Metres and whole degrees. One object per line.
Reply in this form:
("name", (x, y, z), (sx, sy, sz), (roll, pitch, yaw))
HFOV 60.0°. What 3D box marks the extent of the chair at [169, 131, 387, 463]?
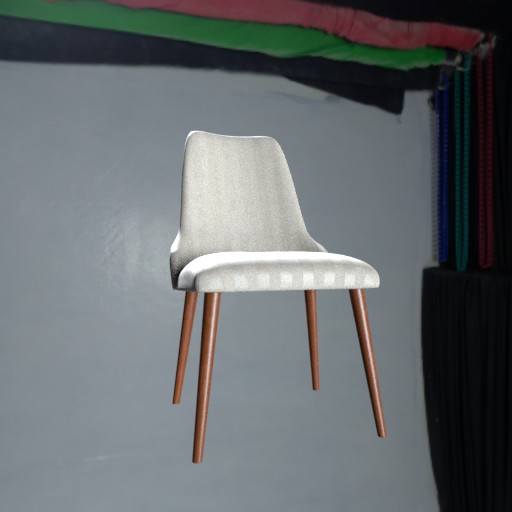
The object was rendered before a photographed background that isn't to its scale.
("chair", (0.000, 0.000, 1.378), (0.526, 0.917, 0.684), (0, 0, -17))
